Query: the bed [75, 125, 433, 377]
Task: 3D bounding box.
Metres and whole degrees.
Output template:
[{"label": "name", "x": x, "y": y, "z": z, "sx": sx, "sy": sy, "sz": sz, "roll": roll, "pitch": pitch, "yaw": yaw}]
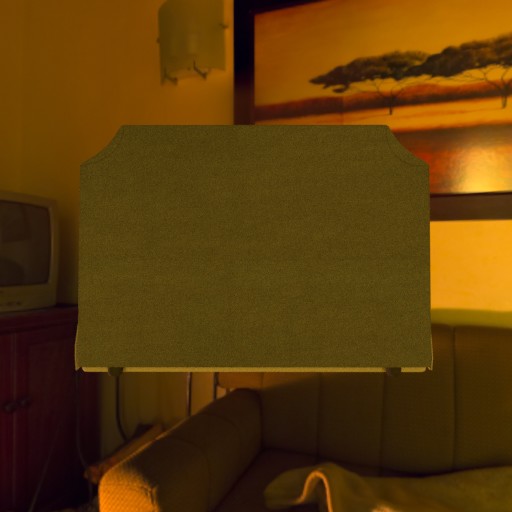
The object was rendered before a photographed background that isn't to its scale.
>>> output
[{"label": "bed", "x": 0.000, "y": 0.000, "z": 3.504, "sx": 1.977, "sy": 1.306, "sz": 2.464, "roll": 0, "pitch": -1, "yaw": 0}]
